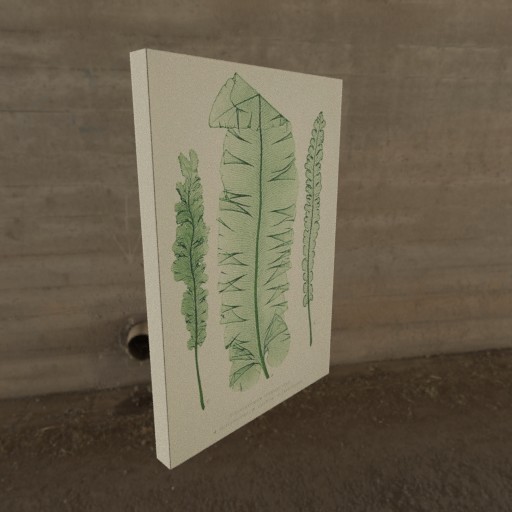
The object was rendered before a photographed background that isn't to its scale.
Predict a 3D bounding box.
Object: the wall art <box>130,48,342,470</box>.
[{"bbox_3d":[0.000,0.000,0.773,0.038,0.608,0.418,14,20,43],"label":"wall art"}]
